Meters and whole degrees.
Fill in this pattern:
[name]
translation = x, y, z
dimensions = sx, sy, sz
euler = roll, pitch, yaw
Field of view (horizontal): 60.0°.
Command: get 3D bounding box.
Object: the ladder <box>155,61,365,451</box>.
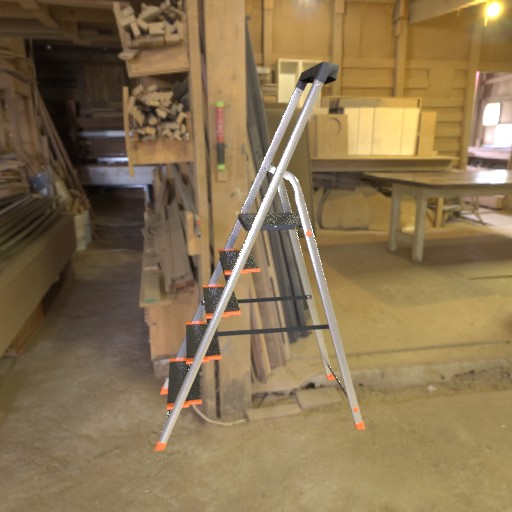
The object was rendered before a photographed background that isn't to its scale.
[ladder]
translation = 0.000, 0.000, 2.073
dimensions = 0.995, 1.646, 0.480
euler = -2, 16, -9
